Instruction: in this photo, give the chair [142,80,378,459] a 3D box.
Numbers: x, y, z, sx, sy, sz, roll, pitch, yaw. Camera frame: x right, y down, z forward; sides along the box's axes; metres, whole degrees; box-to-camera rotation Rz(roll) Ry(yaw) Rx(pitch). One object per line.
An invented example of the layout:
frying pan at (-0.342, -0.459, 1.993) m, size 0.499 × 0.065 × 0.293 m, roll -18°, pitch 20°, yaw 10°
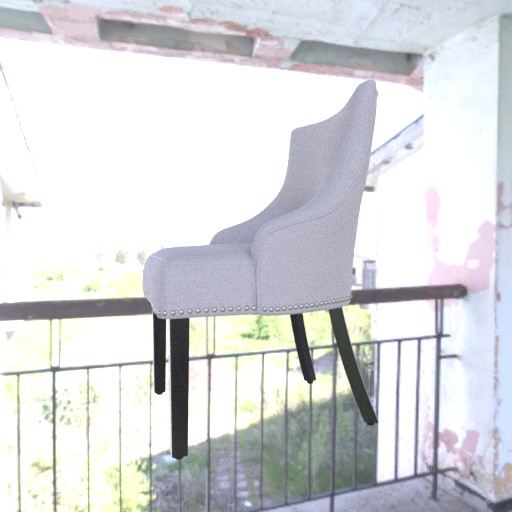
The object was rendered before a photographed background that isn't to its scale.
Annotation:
chair at (0.000, 0.000, 1.300) m, size 0.629 × 0.909 × 0.566 m, roll 0°, pitch 1°, yaw -18°
